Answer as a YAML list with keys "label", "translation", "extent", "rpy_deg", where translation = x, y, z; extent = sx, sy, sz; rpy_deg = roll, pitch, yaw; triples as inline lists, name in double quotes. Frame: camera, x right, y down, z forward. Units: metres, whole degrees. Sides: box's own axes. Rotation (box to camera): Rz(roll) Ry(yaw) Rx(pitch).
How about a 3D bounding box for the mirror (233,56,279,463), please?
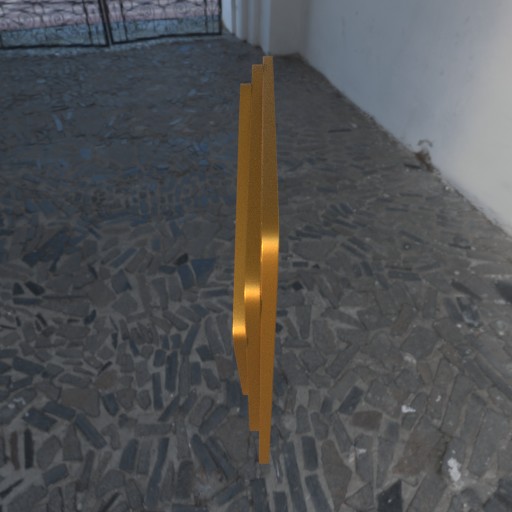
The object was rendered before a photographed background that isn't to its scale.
- label: "mirror"
  translation: [0.000, 0.000, 0.690]
  extent: [0.045, 0.468, 0.470]
  rpy_deg: [1, 43, 1]
